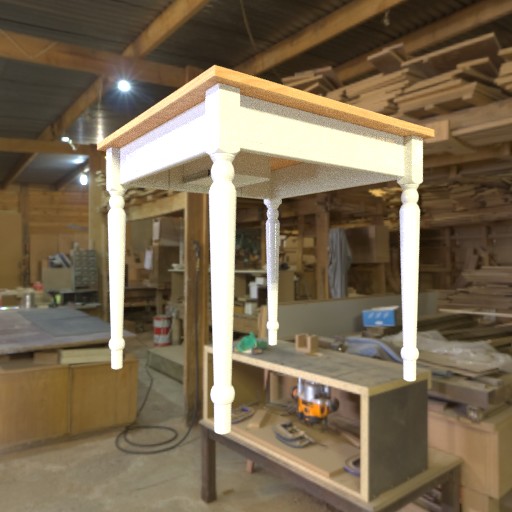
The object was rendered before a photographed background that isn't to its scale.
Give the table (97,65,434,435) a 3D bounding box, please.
[{"bbox_3d":[0.000,0.000,1.376,0.747,0.738,0.747,0,0,-36],"label":"table"}]
